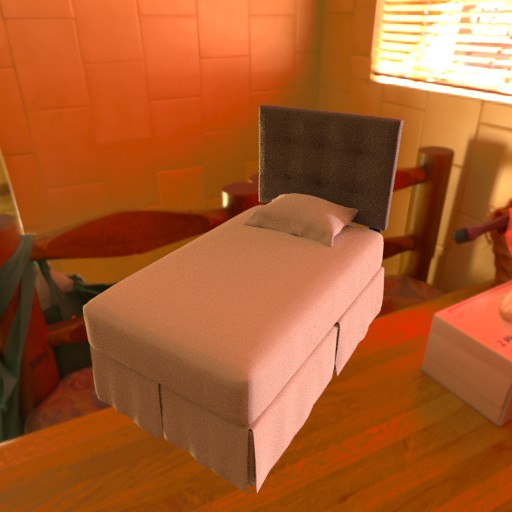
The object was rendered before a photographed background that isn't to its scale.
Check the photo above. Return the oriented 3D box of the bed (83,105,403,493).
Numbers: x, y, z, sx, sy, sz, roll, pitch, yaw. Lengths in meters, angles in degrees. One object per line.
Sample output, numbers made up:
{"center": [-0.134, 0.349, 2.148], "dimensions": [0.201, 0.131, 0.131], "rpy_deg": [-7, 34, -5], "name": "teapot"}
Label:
{"center": [0.000, 0.000, 2.925], "dimensions": [1.261, 1.571, 1.997], "rpy_deg": [17, 32, 29], "name": "bed"}
